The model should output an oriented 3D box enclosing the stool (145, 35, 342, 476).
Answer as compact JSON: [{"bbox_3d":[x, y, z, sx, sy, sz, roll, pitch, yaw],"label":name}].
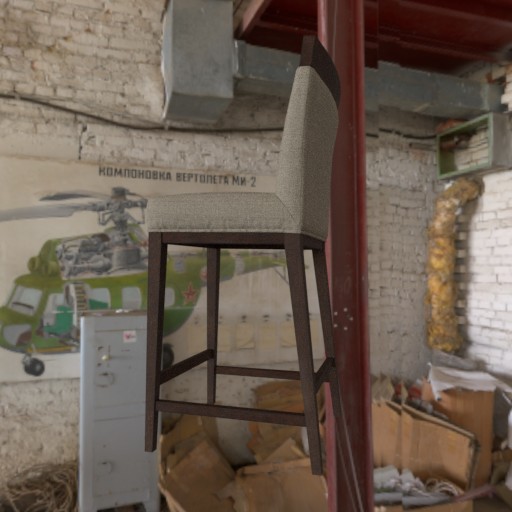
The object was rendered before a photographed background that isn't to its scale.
[{"bbox_3d":[0.000,0.000,1.421,0.531,1.117,0.511,0,-1,17],"label":"stool"}]
